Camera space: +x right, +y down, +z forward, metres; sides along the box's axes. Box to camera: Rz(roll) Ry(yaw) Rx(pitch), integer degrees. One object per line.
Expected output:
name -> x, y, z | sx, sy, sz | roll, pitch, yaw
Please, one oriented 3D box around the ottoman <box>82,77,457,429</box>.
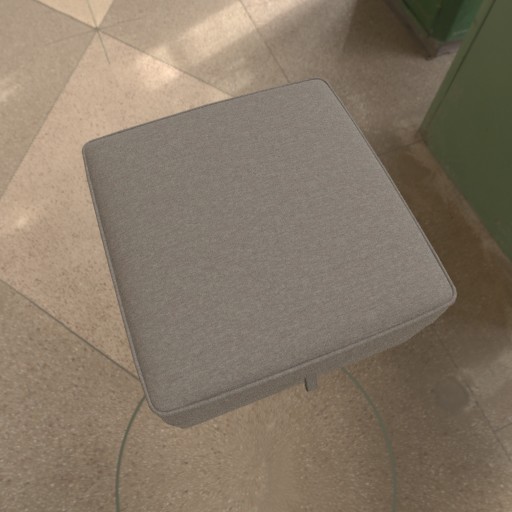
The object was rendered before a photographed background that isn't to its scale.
ottoman -> 0.000, 0.000, 1.388 | 0.808, 0.612, 0.871 | -19, 66, -9
